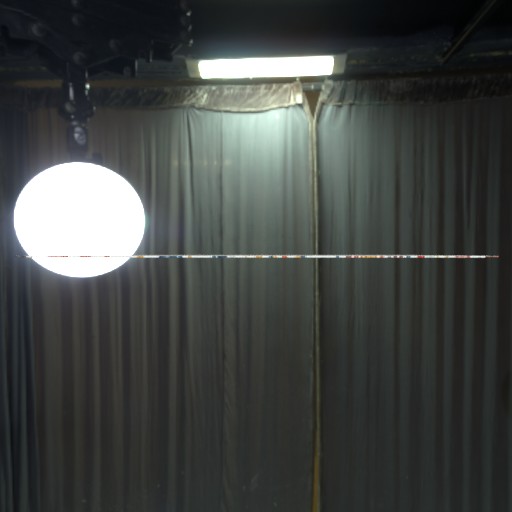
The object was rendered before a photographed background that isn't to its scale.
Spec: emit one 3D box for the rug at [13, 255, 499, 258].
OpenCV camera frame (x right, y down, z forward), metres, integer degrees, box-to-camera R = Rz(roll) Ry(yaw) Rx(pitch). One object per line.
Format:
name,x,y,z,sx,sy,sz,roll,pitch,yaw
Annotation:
rug,0.000,0.000,3.105,2.584,0.010,1.523,0,0,0
